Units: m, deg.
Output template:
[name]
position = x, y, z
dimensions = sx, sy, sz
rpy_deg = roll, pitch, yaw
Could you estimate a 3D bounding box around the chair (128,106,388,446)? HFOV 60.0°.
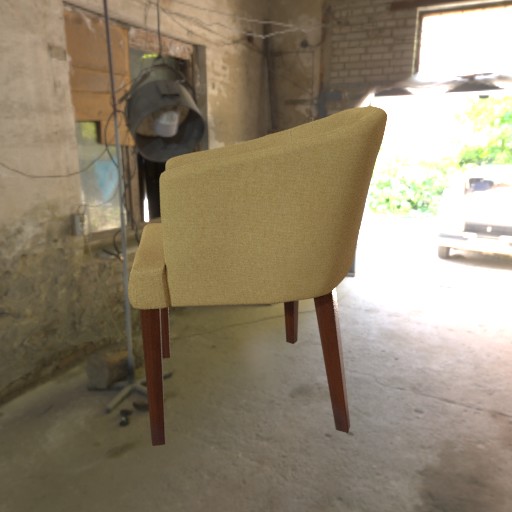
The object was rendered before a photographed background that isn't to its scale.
[chair]
position = 0.000, 0.000, 1.258
dimensions = 0.655, 0.811, 0.583
rpy_deg = -3, 15, -9
